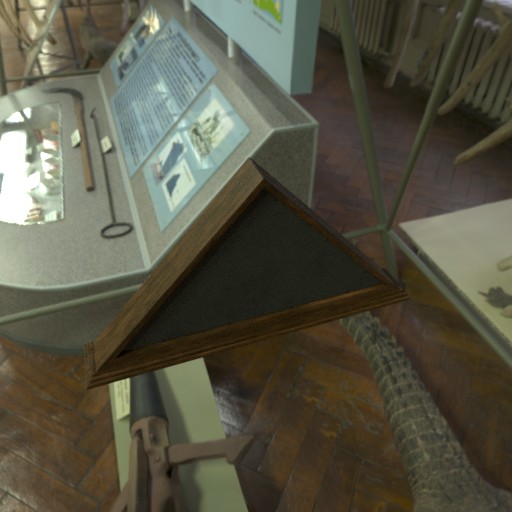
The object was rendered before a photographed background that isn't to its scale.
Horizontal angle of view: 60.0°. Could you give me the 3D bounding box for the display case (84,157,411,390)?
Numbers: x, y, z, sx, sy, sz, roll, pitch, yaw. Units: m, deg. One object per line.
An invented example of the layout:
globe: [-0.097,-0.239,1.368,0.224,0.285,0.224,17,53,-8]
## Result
display case: [0.000,0.000,0.756,0.640,0.340,0.095,-13,42,-15]
